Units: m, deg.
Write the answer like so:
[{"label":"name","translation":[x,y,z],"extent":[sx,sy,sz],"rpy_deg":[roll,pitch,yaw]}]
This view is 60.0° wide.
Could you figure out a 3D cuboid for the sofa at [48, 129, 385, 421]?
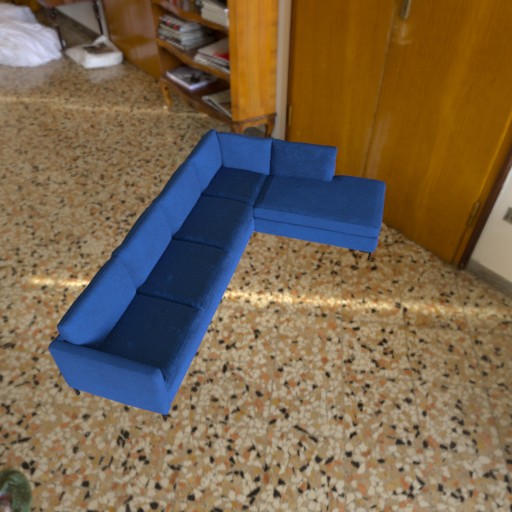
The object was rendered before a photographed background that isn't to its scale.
[{"label":"sofa","translation":[0.000,0.000,3.242],"extent":[1.707,0.687,2.486],"rpy_deg":[11,44,12]}]
